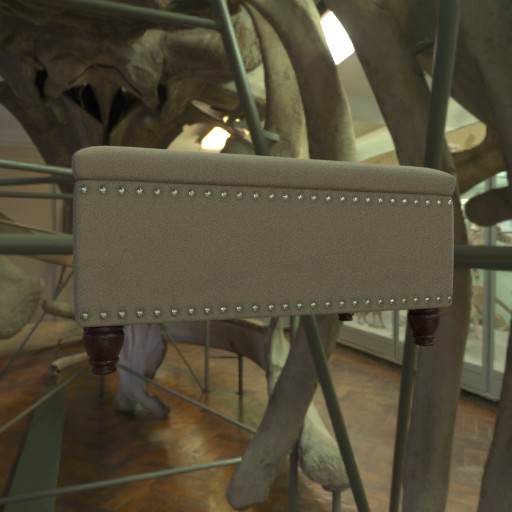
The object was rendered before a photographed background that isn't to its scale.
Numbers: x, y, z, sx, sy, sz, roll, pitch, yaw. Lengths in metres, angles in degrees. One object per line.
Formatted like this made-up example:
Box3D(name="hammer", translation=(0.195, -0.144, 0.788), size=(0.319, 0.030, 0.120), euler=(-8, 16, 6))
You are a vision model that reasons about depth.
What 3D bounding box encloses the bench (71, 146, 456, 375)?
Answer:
Box3D(name="bench", translation=(0.000, 0.000, 1.193), size=(0.887, 0.449, 0.500), euler=(0, 1, -19))
